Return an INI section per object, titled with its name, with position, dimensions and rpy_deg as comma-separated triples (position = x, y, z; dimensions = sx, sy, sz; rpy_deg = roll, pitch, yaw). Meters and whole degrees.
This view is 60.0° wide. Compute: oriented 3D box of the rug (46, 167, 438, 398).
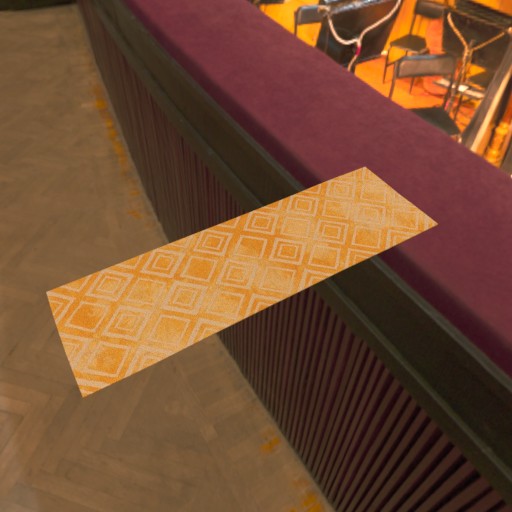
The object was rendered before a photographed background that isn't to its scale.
[rug]
position = 0.000, 0.000, 2.811
dimensions = 2.438, 0.010, 0.775
rpy_deg = -24, 51, -21
